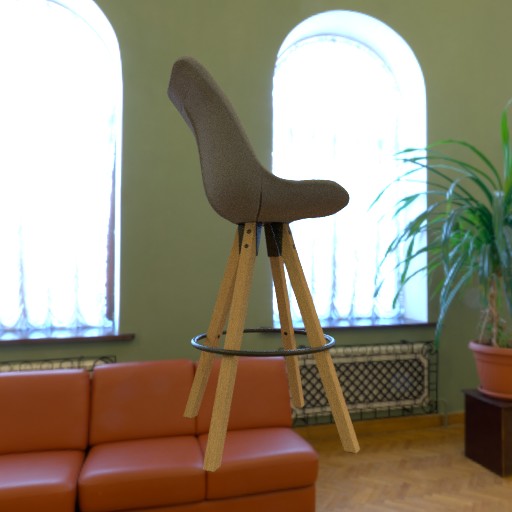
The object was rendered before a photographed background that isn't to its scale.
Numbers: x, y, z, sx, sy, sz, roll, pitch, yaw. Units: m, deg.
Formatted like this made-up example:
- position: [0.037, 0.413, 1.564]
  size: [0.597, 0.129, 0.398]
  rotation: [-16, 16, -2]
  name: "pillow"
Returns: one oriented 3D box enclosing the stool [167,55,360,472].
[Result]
- position: [0.000, 0.000, 1.412]
  size: [0.550, 1.115, 0.485]
  rotation: [0, -1, -16]
  name: "stool"
